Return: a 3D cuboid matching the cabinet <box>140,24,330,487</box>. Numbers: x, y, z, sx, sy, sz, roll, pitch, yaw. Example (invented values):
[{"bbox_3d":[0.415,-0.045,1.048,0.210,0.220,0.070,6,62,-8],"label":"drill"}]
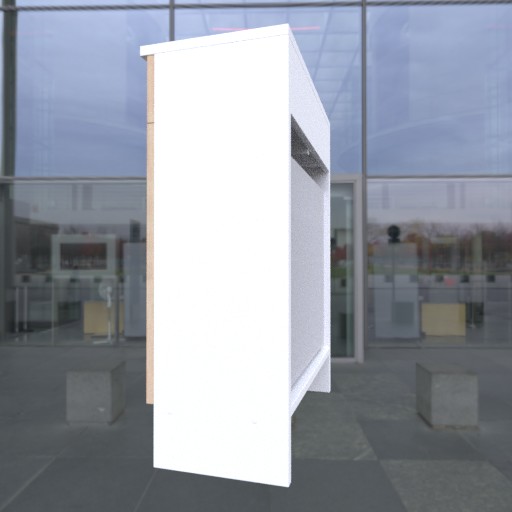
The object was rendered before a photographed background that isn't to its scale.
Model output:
[{"bbox_3d":[0.000,0.000,1.107,0.296,0.815,0.600,0,-1,16],"label":"cabinet"}]
